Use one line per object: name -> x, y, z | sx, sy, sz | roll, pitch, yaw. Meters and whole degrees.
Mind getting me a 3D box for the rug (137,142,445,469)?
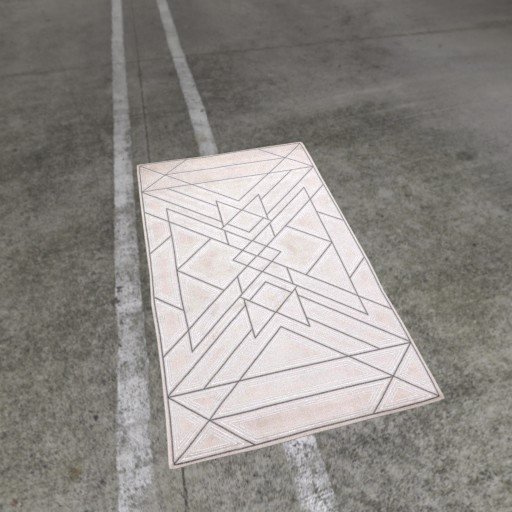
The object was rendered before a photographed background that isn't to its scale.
rug -> 0.000, 0.000, 1.061 | 0.511, 0.008, 0.869 | -10, 49, -9
